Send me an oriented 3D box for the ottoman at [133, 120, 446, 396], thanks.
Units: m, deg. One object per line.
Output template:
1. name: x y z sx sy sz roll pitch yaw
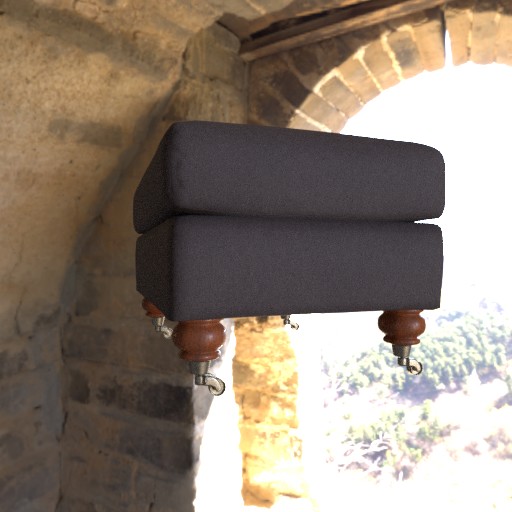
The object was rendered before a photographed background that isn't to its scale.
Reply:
1. ottoman: 0.000 0.000 1.134 0.574 0.497 0.773 0 -1 -19
